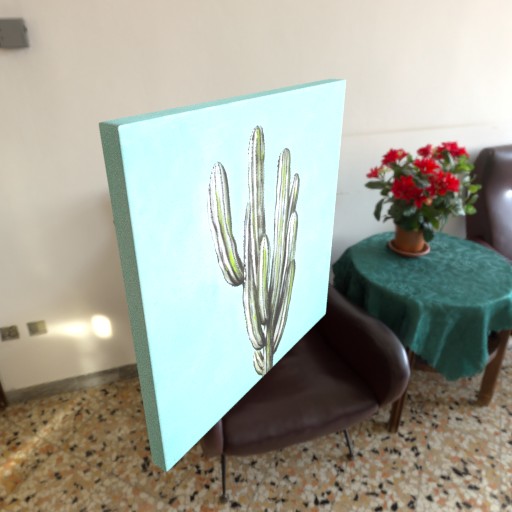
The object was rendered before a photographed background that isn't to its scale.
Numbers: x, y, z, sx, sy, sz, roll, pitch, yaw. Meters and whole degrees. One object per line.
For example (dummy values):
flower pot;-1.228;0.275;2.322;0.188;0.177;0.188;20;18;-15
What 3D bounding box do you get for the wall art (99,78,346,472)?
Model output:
wall art;0.000;0.000;1.110;0.054;0.766;0.765;18;33;31
